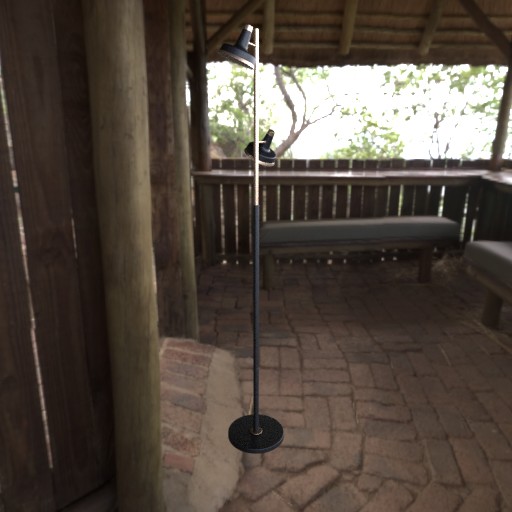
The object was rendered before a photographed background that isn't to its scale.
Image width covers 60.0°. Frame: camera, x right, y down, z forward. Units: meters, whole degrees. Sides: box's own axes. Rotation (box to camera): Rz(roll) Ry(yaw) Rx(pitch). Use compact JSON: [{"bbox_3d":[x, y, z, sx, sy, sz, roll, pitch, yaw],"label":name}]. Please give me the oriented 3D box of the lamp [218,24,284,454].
[{"bbox_3d":[0.000,0.000,1.793,0.253,1.674,0.351,7,16,25],"label":"lamp"}]
